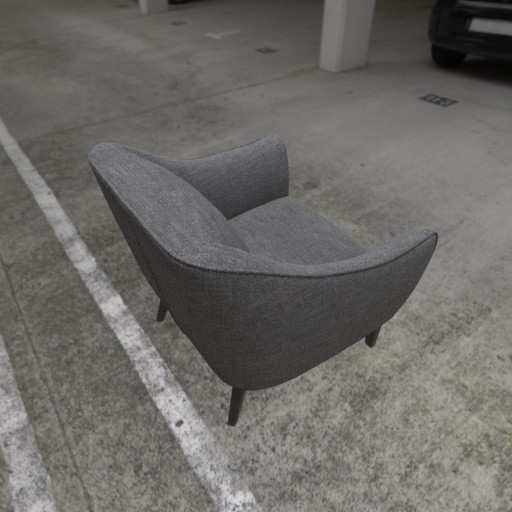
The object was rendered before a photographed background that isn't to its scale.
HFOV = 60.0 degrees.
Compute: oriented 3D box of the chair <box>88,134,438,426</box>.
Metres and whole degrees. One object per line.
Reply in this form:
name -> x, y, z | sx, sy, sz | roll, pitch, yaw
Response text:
chair -> 0.000, 0.000, 1.586 | 0.851, 0.829, 0.870 | -25, 46, -26
